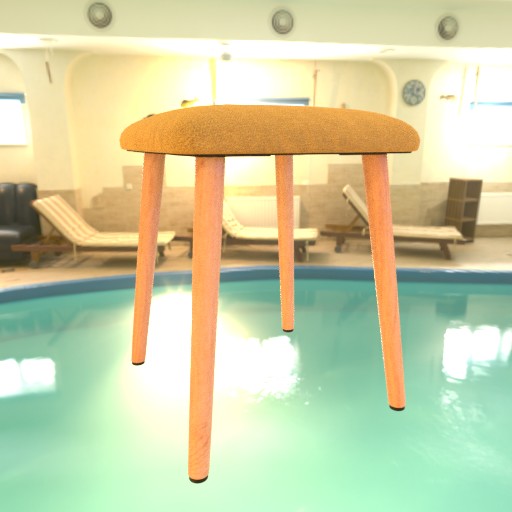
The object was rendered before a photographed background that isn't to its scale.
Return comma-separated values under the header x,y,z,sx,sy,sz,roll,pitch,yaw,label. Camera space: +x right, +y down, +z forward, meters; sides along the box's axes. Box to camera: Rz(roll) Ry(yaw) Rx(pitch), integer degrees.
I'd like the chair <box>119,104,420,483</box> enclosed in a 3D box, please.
x,y,z,sx,sy,sz,roll,pitch,yaw,label
0.000,0.000,0.692,0.350,0.440,0.350,-7,16,-26,chair
